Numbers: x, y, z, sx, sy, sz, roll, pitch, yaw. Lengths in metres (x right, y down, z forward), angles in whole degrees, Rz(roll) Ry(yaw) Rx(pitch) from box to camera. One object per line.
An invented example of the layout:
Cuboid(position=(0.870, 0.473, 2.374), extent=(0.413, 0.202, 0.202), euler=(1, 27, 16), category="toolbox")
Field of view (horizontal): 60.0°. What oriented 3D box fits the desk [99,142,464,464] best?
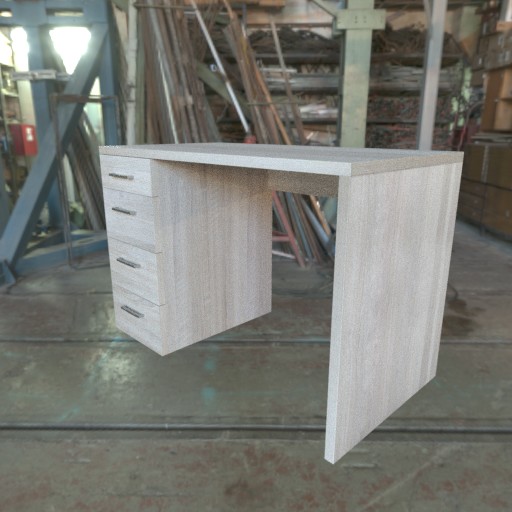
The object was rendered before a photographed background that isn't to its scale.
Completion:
Cuboid(position=(0.000, 0.000, 1.553), extent=(0.600, 0.731, 1.100), euler=(-15, 22, -42), category="desk")
